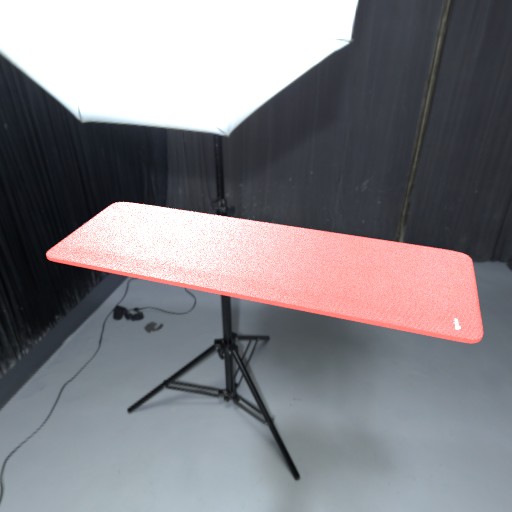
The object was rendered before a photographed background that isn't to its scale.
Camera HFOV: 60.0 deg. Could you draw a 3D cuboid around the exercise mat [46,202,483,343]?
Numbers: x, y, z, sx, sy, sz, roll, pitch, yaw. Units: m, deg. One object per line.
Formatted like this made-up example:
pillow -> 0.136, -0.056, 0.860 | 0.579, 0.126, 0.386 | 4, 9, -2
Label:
exercise mat -> 0.000, 0.000, 2.021 | 1.869, 0.021, 0.616 | 10, 33, 15
